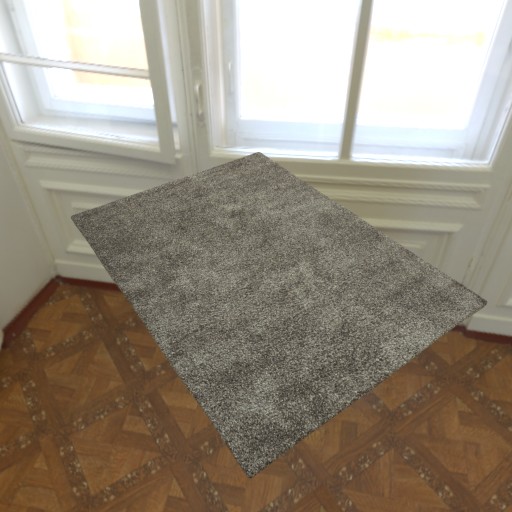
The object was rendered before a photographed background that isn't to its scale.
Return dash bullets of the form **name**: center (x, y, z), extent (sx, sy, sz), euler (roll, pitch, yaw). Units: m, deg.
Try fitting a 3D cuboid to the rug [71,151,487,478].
- **rug**: center (0.000, 0.000, 2.052), extent (1.198, 0.025, 1.601), euler (-25, 47, -26)
